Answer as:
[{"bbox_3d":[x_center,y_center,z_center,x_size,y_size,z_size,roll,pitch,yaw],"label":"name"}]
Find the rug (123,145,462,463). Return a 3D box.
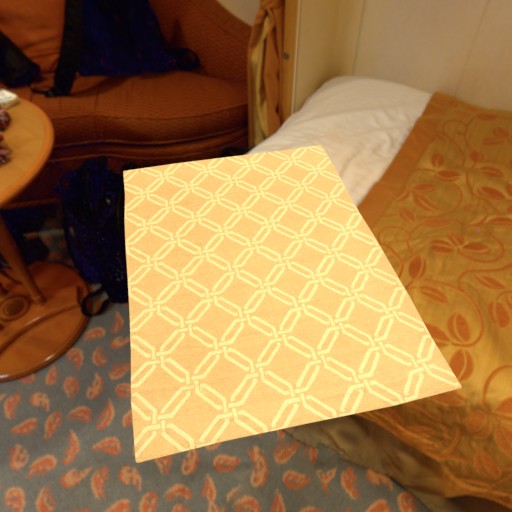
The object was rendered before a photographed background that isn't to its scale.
[{"bbox_3d":[0.000,0.000,4.265,2.452,0.020,3.365,-10,48,-9],"label":"rug"}]
